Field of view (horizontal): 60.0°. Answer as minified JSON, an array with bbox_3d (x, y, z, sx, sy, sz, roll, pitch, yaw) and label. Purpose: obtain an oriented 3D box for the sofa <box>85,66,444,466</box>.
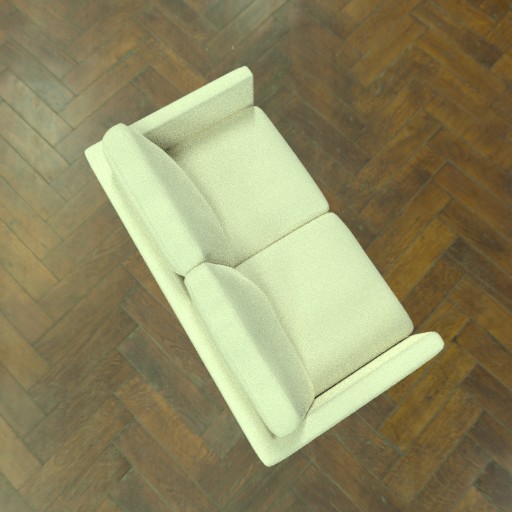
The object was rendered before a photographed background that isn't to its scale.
[{"bbox_3d":[0.000,0.000,2.268,0.964,0.888,1.702,-31,78,-8],"label":"sofa"}]
